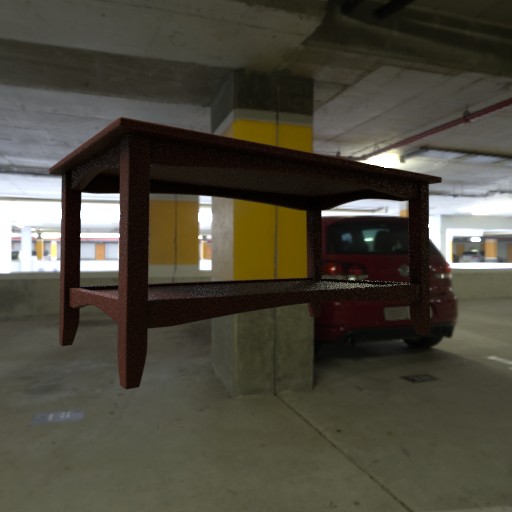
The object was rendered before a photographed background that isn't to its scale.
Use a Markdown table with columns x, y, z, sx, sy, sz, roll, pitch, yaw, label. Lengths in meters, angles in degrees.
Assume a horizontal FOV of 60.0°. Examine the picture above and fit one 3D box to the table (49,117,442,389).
| x | y | z | sx | sy | sz | roll | pitch | yaw | label |
| --- | --- | --- | --- | --- | --- | --- | --- | --- | --- |
| 0.000 | 0.000 | 1.215 | 0.943 | 0.456 | 0.533 | 0 | 0 | -36 | table |
